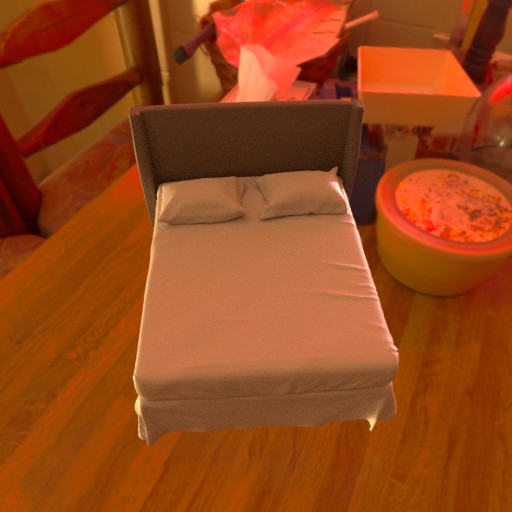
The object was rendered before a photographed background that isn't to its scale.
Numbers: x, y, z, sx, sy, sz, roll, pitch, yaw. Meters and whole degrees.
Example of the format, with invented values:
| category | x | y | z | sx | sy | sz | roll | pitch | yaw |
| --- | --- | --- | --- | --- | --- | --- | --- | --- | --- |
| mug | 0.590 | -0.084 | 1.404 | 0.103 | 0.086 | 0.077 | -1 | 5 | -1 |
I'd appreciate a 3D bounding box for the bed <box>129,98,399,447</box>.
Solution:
| category | x | y | z | sx | sy | sz | roll | pitch | yaw |
| --- | --- | --- | --- | --- | --- | --- | --- | --- | --- |
| bed | 0.000 | 0.000 | 3.366 | 1.925 | 1.332 | 2.276 | -3 | 48 | -3 |
